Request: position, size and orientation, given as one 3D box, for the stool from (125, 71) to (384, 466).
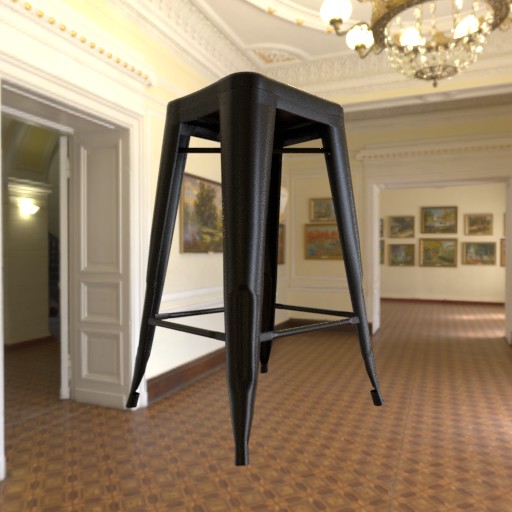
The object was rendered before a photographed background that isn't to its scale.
[{"bbox_3d":[0.000,0.000,0.897,0.423,0.609,0.455,0,1,35],"label":"stool"}]
